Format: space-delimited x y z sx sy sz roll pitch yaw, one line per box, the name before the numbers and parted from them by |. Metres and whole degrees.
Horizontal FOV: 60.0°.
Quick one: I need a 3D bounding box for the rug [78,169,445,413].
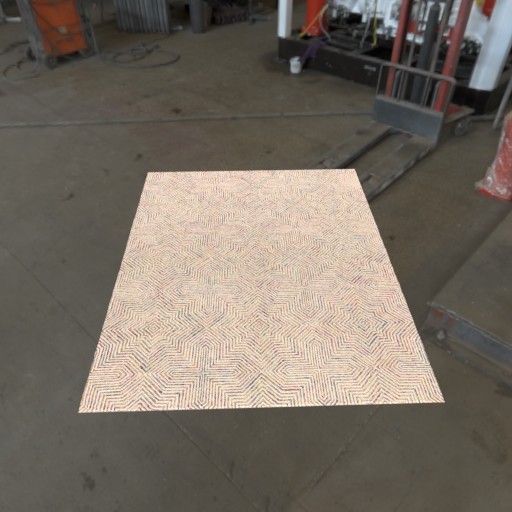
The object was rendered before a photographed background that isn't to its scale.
rug | 0.000 0.000 4.088 2.442 0.008 3.046 -1 41 -1
